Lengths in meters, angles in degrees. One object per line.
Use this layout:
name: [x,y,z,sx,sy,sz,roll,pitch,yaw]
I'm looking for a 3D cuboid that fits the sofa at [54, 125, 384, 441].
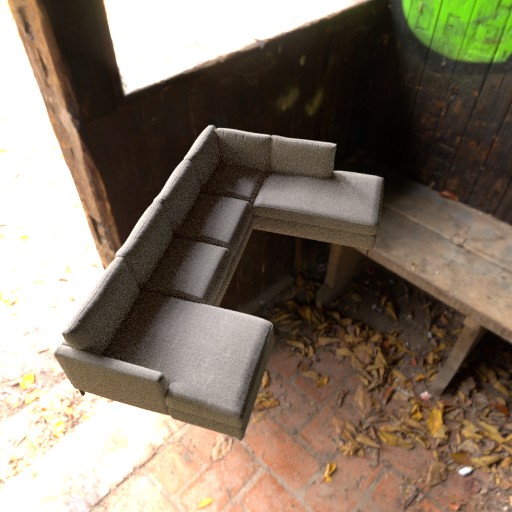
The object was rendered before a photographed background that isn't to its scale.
sofa: [0.000,0.000,3.604,1.879,0.756,2.737,11,47,11]
